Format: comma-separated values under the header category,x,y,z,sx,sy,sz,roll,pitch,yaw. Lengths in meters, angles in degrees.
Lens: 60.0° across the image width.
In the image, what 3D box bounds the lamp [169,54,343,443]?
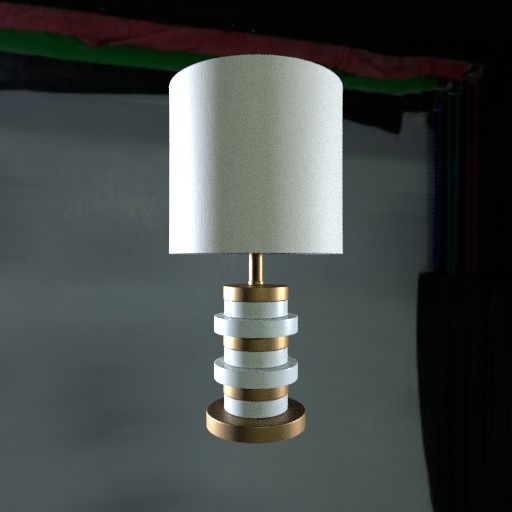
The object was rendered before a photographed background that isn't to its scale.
category,x,y,z,sx,sy,sz,roll,pitch,yaw
lamp,0.000,0.000,0.545,0.210,0.410,0.210,0,0,-19
